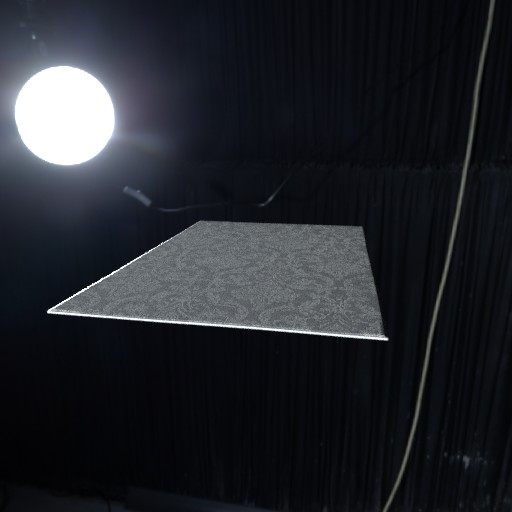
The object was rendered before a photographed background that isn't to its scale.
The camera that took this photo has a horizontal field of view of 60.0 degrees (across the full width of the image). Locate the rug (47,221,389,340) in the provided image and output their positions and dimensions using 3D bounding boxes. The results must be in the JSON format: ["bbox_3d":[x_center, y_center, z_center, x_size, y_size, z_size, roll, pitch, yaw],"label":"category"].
[{"bbox_3d":[0.000,0.000,3.576,1.819,0.018,2.746,3,15,10],"label":"rug"}]
